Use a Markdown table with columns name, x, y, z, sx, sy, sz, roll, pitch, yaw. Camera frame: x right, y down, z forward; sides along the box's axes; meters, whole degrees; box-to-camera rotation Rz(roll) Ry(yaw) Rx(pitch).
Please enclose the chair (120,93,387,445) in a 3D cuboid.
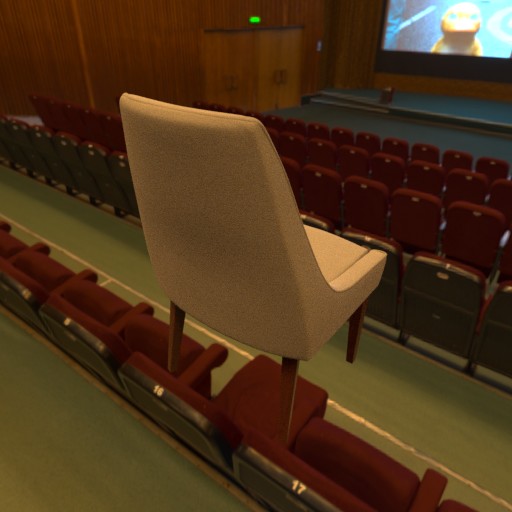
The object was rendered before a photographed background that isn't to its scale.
| name | x | y | z | sx | sy | sz | roll | pitch | yaw |
| --- | --- | --- | --- | --- | --- | --- | --- | --- | --- |
| chair | 0.000 | 0.000 | 1.178 | 0.529 | 0.861 | 0.544 | 22 | 37 | 31 |
